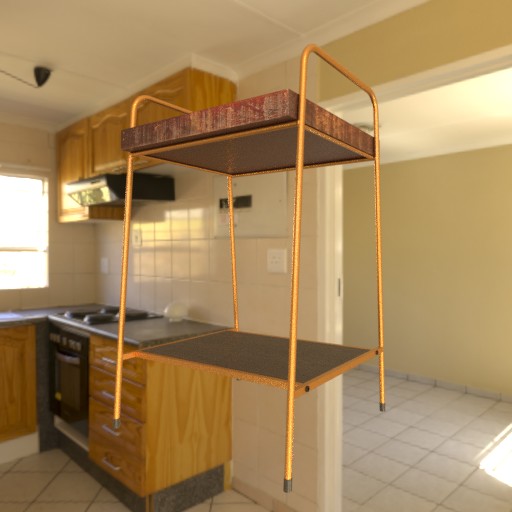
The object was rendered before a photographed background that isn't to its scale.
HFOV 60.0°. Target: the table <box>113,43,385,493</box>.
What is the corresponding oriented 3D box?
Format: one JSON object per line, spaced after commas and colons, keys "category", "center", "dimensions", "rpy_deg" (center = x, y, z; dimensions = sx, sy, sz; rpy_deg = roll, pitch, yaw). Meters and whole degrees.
{"category": "table", "center": [0.000, 0.000, 0.964], "dimensions": [0.430, 0.710, 0.430], "rpy_deg": [0, 1, 36]}
